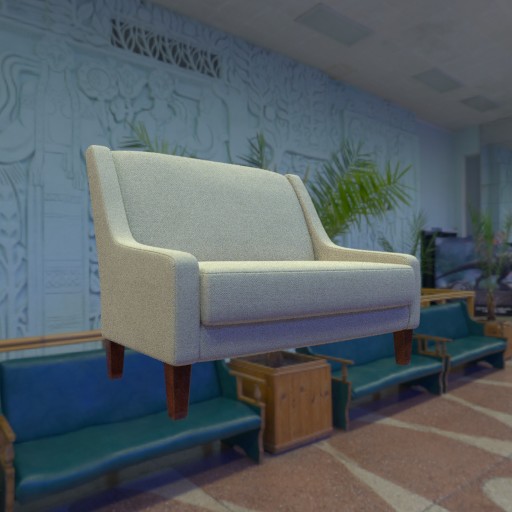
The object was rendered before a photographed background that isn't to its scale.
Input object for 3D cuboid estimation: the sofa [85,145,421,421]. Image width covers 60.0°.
[{"bbox_3d":[0.000,0.000,1.950,1.212,0.976,0.946,0,0,-37],"label":"sofa"}]
